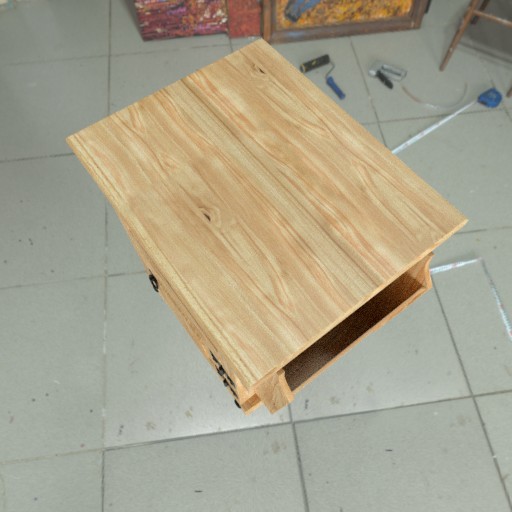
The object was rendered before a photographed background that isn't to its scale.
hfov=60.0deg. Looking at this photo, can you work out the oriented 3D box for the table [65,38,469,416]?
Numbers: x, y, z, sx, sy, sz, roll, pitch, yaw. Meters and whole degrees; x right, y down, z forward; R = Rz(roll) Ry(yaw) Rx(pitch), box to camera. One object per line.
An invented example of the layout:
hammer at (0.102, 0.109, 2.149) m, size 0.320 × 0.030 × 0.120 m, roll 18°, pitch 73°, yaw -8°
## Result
table at (0.000, 0.000, 0.872) m, size 0.380 × 0.515 × 0.530 m, roll -34°, pitch 68°, yaw -16°
